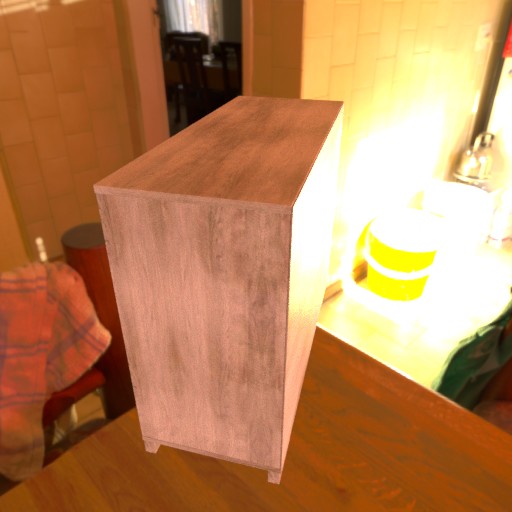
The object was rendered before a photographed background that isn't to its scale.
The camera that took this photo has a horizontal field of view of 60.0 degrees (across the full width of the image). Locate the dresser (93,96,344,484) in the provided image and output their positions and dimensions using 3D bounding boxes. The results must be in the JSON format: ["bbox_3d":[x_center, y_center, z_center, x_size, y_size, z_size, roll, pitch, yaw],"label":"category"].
[{"bbox_3d":[0.000,0.000,1.453,0.404,0.816,0.994,8,31,13],"label":"dresser"}]
